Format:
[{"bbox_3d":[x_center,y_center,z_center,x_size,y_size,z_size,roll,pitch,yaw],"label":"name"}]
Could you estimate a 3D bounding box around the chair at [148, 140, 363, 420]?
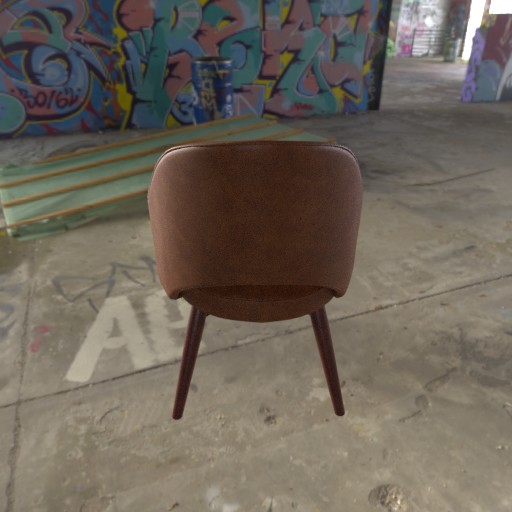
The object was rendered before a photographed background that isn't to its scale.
[{"bbox_3d":[0.000,0.000,1.221,0.591,0.777,0.640,-1,28,-1],"label":"chair"}]
